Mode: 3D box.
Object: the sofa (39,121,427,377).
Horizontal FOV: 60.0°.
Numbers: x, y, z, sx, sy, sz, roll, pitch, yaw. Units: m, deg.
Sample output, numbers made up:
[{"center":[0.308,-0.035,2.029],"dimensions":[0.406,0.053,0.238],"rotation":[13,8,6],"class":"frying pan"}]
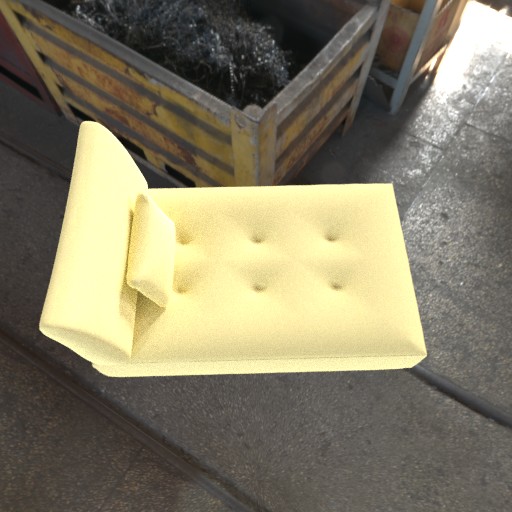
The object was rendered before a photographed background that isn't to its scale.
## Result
[{"center":[0.000,0.000,1.981],"dimensions":[1.450,0.820,0.930],"rotation":[-1,63,-1],"class":"sofa"}]
